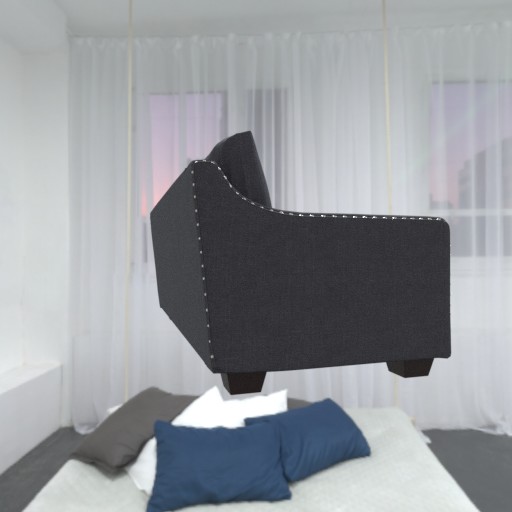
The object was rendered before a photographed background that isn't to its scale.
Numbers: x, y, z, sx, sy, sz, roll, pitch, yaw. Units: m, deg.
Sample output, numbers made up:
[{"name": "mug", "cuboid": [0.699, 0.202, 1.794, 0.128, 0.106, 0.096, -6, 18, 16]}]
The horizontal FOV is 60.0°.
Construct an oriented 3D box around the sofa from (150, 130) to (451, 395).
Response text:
[{"name": "sofa", "cuboid": [0.000, 0.000, 3.215, 1.336, 1.196, 2.550, 0, 0, -17]}]
